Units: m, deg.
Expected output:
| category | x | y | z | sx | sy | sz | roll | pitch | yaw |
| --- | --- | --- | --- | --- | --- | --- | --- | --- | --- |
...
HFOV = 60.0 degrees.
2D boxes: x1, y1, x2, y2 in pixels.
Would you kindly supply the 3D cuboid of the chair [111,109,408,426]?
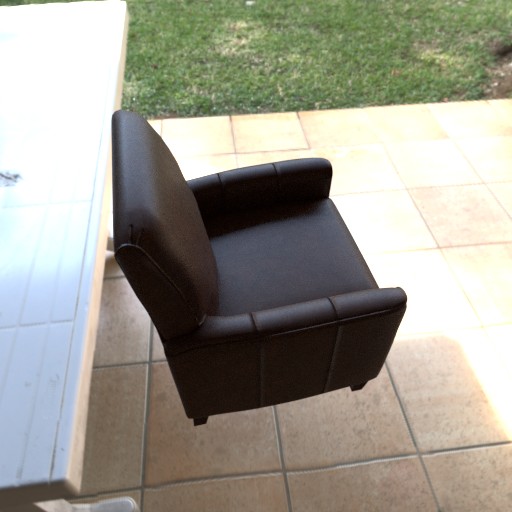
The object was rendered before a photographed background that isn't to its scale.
| category | x | y | z | sx | sy | sz | roll | pitch | yaw |
| --- | --- | --- | --- | --- | --- | --- | --- | --- | --- |
| chair | 0.000 | 0.000 | 1.646 | 0.850 | 1.010 | 0.839 | -10 | 48 | -9 |
